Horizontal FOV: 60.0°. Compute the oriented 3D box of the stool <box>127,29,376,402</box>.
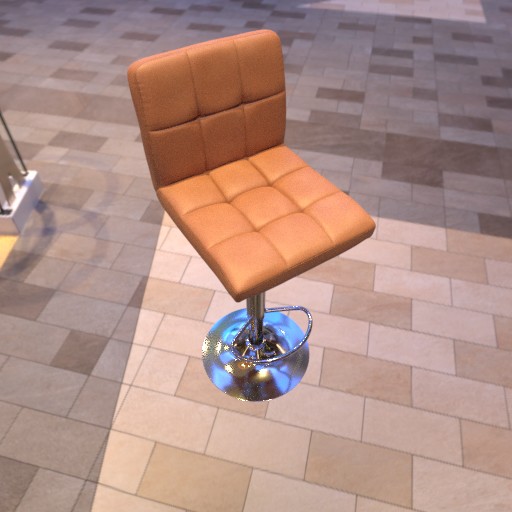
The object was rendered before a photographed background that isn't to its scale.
[{"bbox_3d":[0.000,0.000,1.356,0.430,1.115,0.505,-25,52,-21],"label":"stool"}]
